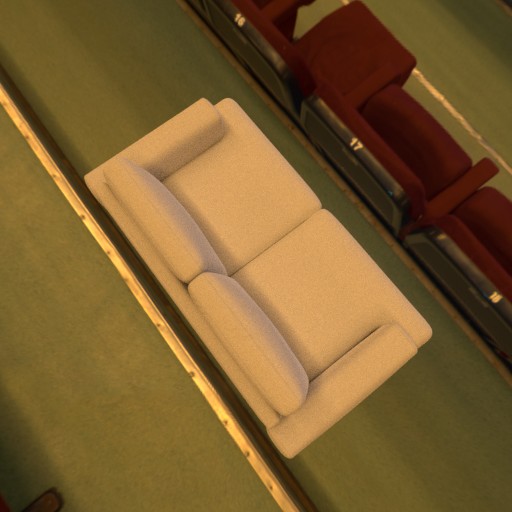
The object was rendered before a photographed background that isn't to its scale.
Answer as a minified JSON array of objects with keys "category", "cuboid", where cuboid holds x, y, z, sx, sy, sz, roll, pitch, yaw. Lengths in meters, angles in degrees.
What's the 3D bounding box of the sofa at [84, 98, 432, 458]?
[{"category":"sofa","cuboid":[0.000,0.000,2.189,0.915,0.810,1.651,-37,78,-9]}]
